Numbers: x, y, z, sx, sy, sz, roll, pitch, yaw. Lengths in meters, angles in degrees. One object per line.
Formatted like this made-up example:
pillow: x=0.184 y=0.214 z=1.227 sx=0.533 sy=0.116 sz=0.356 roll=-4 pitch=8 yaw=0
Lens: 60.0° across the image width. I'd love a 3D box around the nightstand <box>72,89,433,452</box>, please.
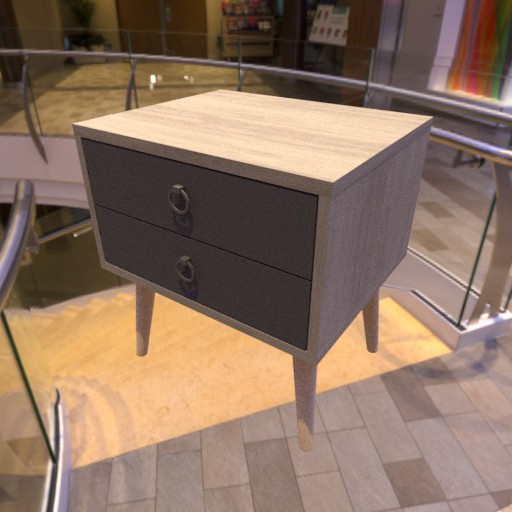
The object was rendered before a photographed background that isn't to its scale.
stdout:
nightstand: x=0.000 y=0.000 z=0.834 sx=0.450 sy=0.500 sz=0.380 roll=19 pitch=35 yaw=30
